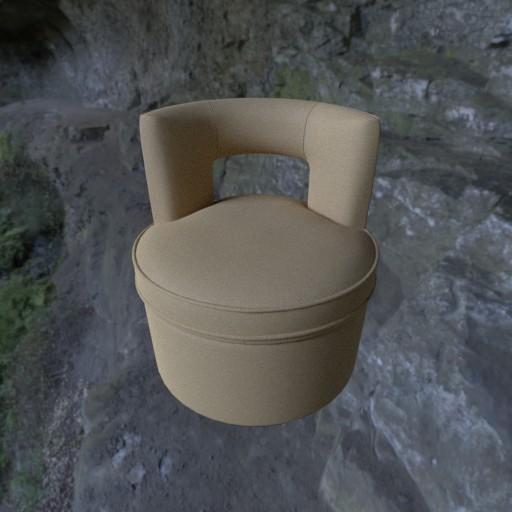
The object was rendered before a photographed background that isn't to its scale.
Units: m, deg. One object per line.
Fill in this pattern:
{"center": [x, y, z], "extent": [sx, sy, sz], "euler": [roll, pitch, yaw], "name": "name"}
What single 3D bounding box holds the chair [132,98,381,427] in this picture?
{"center": [0.000, 0.000, 1.217], "extent": [0.650, 0.723, 0.665], "euler": [2, 30, 3], "name": "chair"}
